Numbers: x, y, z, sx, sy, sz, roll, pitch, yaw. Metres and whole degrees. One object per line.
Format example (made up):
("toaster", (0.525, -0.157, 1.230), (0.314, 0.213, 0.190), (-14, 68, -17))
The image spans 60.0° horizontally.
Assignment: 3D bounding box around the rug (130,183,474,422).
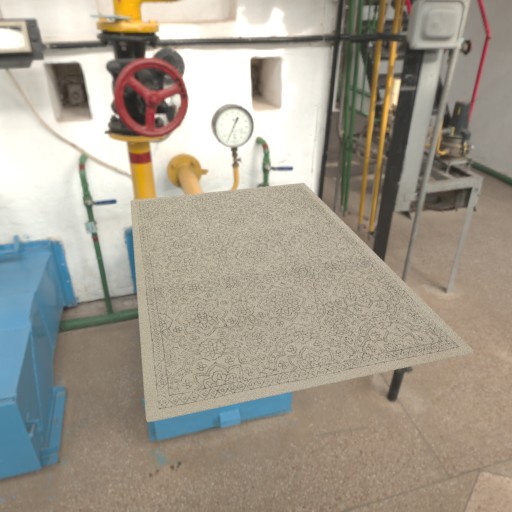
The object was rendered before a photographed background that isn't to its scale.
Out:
("rug", (0.000, 0.000, 2.302), (1.219, 0.010, 1.829), (-8, 31, -13))
